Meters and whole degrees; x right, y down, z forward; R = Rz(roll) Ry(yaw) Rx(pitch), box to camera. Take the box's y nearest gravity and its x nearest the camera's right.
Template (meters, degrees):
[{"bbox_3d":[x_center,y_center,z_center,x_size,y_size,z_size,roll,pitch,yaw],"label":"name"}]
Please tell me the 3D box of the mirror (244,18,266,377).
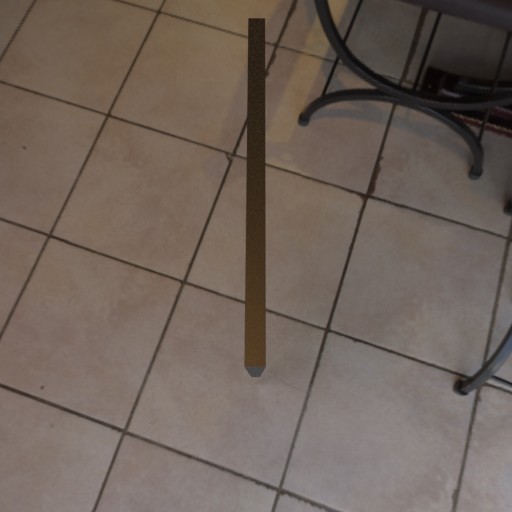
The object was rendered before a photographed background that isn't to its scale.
[{"bbox_3d":[0.000,0.000,1.477,0.038,1.219,0.762,0,74,0],"label":"mirror"}]
